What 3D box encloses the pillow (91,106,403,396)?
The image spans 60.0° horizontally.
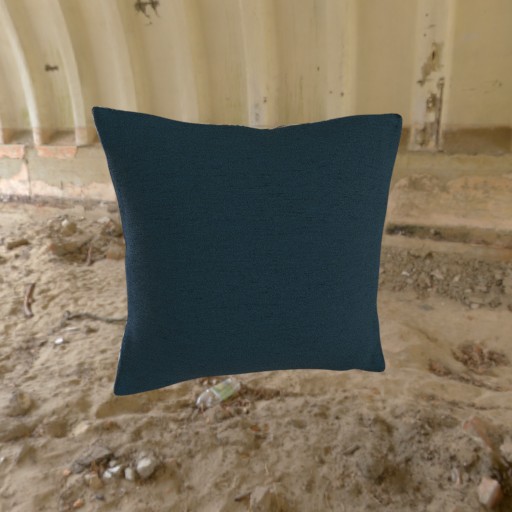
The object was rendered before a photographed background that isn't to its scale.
[{"bbox_3d":[0.000,0.000,0.662,0.440,0.420,0.145,-2,15,-10],"label":"pillow"}]
